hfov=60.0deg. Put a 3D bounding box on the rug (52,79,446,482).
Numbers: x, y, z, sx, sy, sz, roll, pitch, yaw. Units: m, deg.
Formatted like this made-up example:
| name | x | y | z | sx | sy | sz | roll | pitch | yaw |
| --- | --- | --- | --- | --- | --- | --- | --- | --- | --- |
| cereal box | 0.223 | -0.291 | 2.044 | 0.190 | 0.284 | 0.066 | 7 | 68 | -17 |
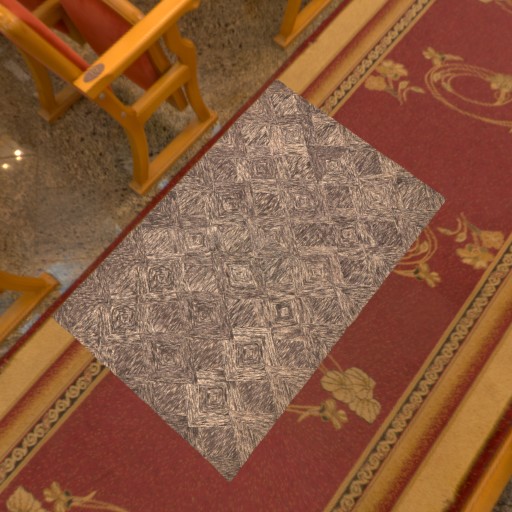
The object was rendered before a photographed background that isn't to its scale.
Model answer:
| name | x | y | z | sx | sy | sz | roll | pitch | yaw |
| --- | --- | --- | --- | --- | --- | --- | --- | --- | --- |
| rug | 0.000 | 0.000 | 2.307 | 1.189 | 0.011 | 1.808 | 39 | 78 | 10 |
